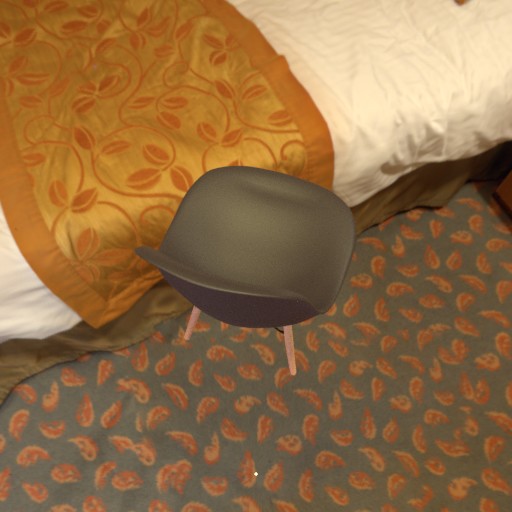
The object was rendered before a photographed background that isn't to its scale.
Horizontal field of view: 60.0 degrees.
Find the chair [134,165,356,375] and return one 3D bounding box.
[{"bbox_3d":[0.000,0.000,1.145,0.470,0.825,0.533,17,65,8],"label":"chair"}]
